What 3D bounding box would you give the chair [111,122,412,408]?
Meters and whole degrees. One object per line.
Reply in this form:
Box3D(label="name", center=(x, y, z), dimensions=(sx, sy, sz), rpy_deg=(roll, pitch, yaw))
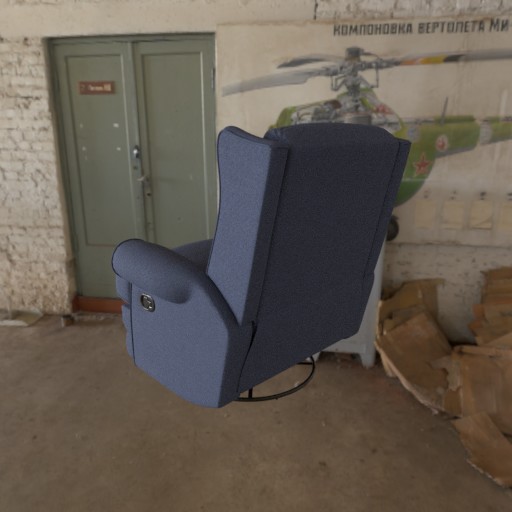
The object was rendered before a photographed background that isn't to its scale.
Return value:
Box3D(label="chair", center=(0.000, 0.000, 1.784), dimensions=(0.971, 1.020, 0.877), rpy_deg=(-15, 21, -43))
